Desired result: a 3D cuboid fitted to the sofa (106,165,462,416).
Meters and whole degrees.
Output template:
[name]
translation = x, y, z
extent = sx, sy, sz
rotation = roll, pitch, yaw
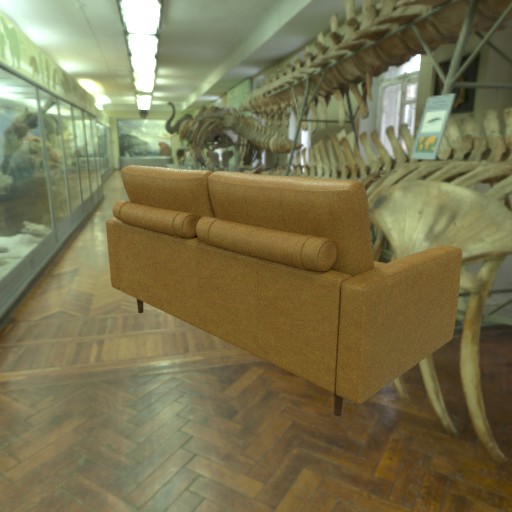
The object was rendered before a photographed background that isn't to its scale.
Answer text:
[sofa]
translation = 0.000, 0.000, 2.312
extent = 0.850, 0.898, 1.821
rotation = -14, 20, -42
